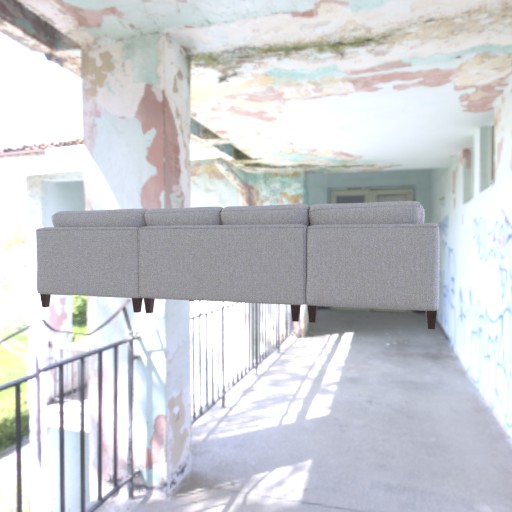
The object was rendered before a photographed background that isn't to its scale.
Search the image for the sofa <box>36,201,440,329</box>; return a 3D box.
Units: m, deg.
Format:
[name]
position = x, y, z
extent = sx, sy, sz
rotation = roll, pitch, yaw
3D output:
[sofa]
position = 0.000, 0.000, 4.645
extent = 3.403, 0.889, 2.551
rotation = 1, 2, 18
